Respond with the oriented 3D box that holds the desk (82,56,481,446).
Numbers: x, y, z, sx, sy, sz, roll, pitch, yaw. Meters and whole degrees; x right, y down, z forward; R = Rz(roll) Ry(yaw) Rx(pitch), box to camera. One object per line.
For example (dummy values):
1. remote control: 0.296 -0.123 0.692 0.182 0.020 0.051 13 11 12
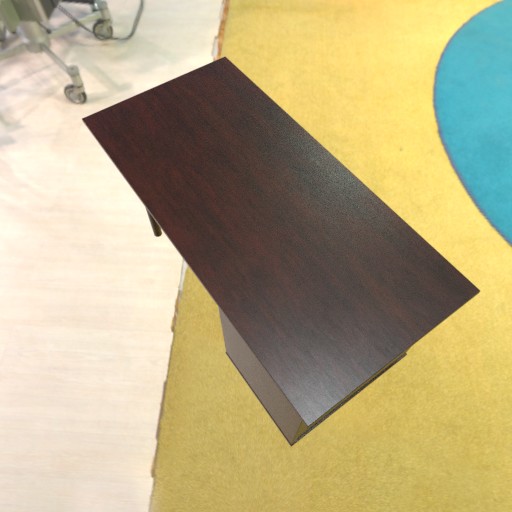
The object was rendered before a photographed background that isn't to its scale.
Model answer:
1. desk: 0.000 0.000 1.723 0.612 0.758 1.277 -31 64 -17
